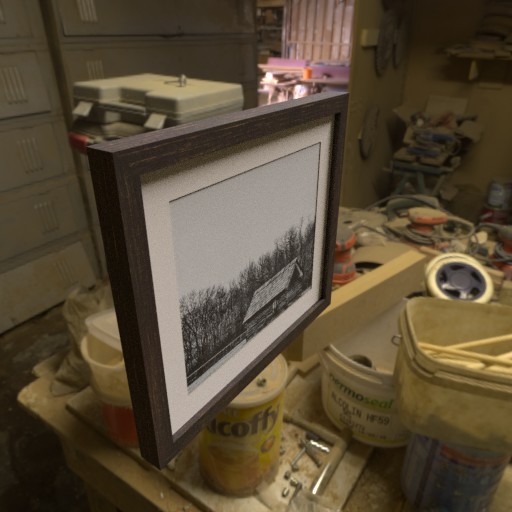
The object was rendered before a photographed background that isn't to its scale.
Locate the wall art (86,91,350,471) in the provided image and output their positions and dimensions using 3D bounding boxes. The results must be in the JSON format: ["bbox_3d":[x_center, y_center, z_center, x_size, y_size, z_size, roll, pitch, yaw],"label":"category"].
[{"bbox_3d":[0.000,0.000,0.527,0.031,0.330,0.381,18,33,31],"label":"wall art"}]
